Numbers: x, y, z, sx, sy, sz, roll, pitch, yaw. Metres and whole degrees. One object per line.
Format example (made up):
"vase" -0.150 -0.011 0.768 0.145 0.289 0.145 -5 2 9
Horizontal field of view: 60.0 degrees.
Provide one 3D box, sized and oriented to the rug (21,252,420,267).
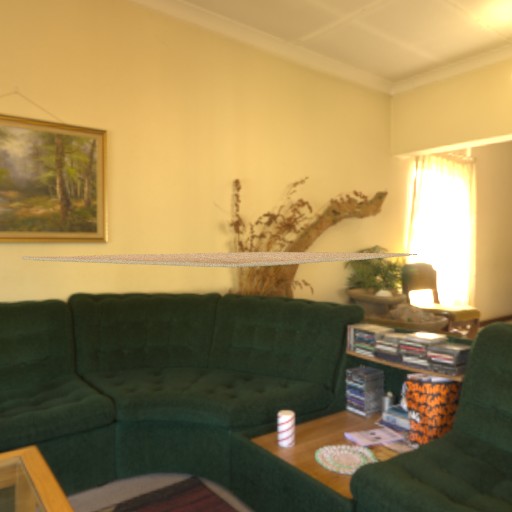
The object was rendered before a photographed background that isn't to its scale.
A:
"rug" 0.000 0.000 3.084 1.575 0.023 2.459 1 2 35
